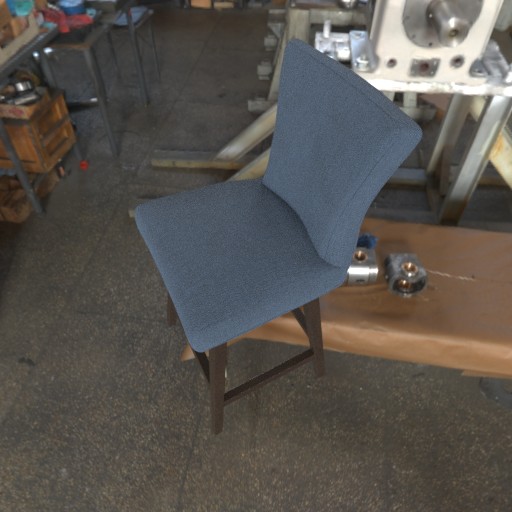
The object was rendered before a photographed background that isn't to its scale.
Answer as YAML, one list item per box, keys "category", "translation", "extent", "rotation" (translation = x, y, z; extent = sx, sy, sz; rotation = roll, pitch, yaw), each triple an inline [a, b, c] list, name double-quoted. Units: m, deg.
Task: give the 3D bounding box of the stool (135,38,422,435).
- category: "stool"
  translation: [0.000, 0.000, 1.313]
  extent: [0.574, 1.000, 0.514]
  rotation: [-20, 50, -17]
